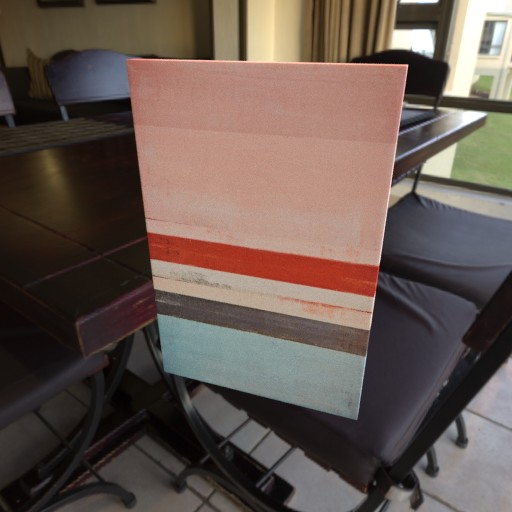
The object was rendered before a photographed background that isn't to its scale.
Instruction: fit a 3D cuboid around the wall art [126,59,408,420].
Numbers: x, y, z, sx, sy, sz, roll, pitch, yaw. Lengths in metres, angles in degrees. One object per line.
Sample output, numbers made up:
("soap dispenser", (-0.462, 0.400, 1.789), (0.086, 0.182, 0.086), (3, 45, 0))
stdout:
("wall art", (0.000, 0.000, 1.138), (0.610, 0.914, 0.038), (9, 28, 17))
